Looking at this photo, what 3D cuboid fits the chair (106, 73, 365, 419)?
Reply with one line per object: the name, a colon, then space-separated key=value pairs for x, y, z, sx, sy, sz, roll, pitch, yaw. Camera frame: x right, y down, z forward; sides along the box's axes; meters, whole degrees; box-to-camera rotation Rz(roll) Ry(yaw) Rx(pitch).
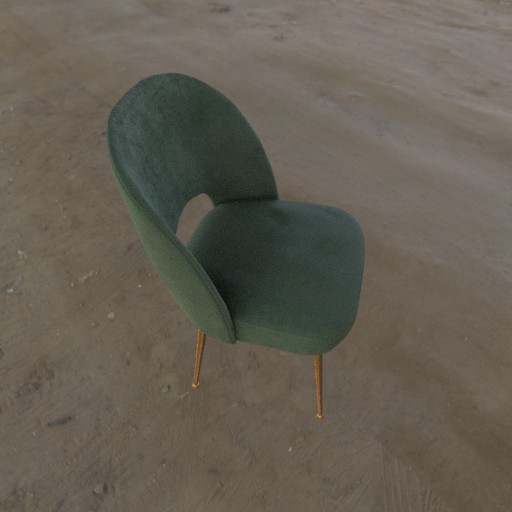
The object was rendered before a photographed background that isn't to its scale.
chair: x=0.000 y=0.000 z=1.205 sx=0.577 sy=0.860 sz=0.527 roll=10 pitch=46 yaw=10
